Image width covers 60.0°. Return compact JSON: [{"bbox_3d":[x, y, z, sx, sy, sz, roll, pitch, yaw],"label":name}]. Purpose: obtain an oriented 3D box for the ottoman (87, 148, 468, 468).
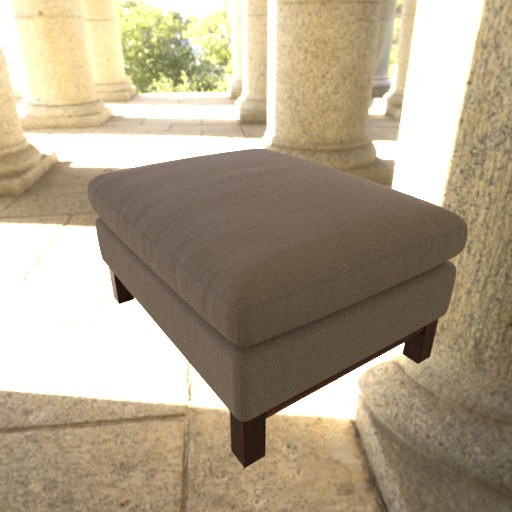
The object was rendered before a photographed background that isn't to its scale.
[{"bbox_3d":[0.000,0.000,1.116,0.606,0.420,0.771,-17,32,-31],"label":"ottoman"}]
